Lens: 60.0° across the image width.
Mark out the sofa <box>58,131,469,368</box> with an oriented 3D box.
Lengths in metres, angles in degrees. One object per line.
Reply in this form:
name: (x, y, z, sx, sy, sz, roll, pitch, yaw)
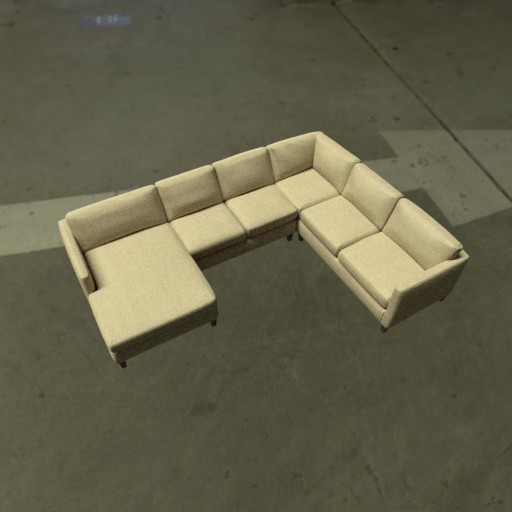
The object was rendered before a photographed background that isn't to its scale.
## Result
sofa: (0.000, 0.000, 4.725, 3.460, 0.959, 2.593, -23, 51, -20)
